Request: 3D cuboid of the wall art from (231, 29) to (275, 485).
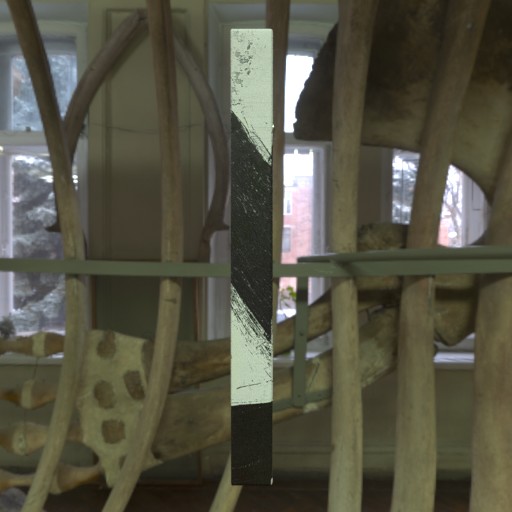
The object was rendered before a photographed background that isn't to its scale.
[{"bbox_3d":[0.000,0.000,0.742,0.050,0.508,0.507,0,1,1],"label":"wall art"}]
